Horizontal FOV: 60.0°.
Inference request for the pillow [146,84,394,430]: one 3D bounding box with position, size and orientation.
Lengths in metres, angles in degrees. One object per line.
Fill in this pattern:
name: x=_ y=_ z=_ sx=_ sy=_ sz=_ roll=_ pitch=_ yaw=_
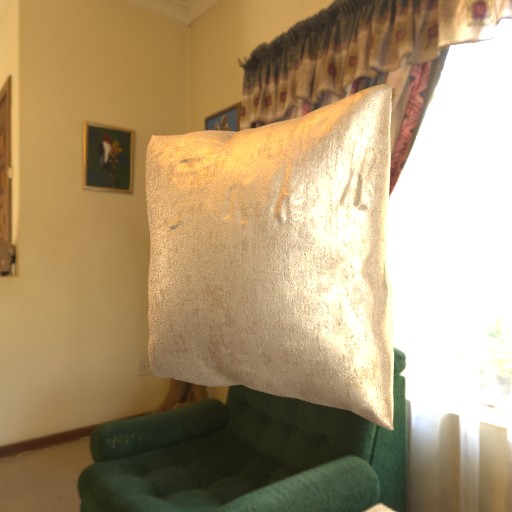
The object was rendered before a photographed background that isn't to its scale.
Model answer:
pillow: x=0.000 y=0.000 z=0.704 sx=0.450 sy=0.448 sz=0.245 roll=0 pitch=0 yaw=36
